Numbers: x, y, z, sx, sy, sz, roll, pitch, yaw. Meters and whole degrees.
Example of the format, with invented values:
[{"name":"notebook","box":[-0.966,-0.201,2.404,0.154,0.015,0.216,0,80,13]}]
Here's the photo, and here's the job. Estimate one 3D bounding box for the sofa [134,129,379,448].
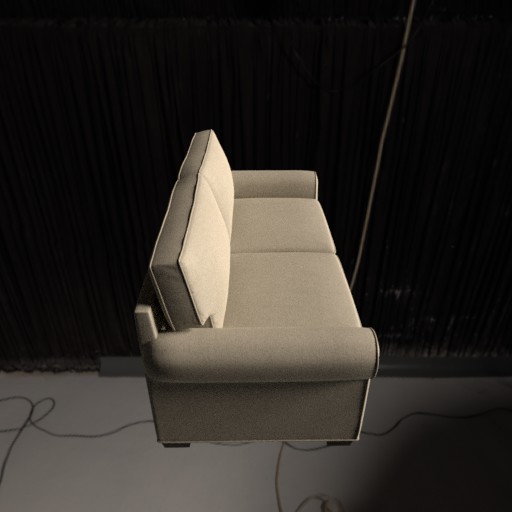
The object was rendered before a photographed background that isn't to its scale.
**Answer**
[{"name":"sofa","box":[0.000,0.000,2.326,0.861,0.933,1.774,-1,31,-1]}]
